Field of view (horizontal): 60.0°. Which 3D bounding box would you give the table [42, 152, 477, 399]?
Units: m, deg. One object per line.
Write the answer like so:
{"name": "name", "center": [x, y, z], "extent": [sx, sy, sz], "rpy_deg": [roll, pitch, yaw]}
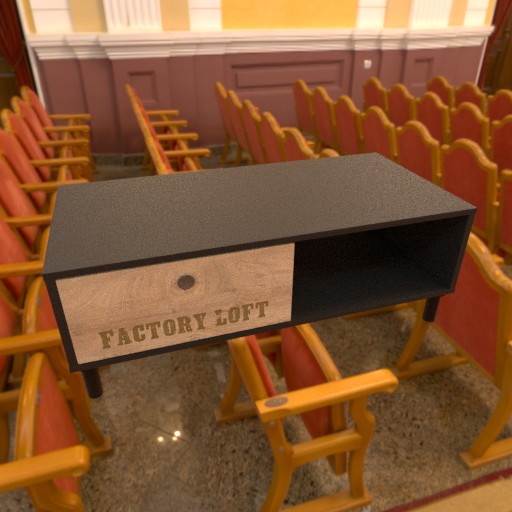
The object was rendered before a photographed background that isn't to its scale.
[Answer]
{"name": "table", "center": [0.000, 0.000, 1.380], "extent": [1.100, 0.400, 0.550], "rpy_deg": [-9, 32, -15]}
